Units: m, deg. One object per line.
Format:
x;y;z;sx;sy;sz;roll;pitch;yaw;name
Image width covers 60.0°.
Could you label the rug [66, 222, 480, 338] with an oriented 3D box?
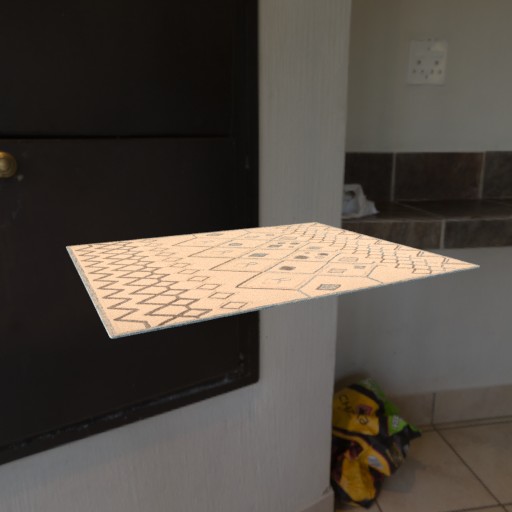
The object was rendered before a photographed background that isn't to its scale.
0.000;0.000;4.126;3.056;0.013;2.441;-7;16;-27;rug
